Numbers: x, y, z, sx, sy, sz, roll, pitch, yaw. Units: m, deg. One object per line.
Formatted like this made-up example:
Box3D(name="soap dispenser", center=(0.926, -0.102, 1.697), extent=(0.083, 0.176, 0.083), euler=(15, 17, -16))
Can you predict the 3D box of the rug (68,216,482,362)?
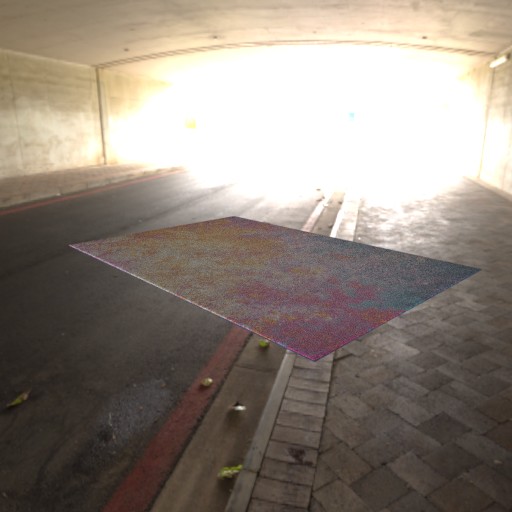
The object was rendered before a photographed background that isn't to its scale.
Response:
Box3D(name="rug", center=(0.000, 0.000, 3.715), extent=(2.007, 0.013, 2.896), euler=(-15, 22, -41))
